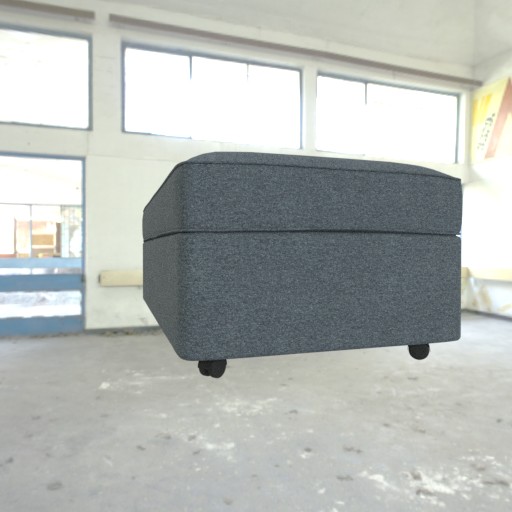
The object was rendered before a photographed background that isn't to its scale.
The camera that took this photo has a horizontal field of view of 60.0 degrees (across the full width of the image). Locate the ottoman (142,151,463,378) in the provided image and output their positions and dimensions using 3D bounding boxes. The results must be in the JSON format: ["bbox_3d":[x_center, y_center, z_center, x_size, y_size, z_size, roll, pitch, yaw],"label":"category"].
[{"bbox_3d":[0.000,0.000,1.494,0.681,0.494,1.173,0,1,-18],"label":"ottoman"}]
